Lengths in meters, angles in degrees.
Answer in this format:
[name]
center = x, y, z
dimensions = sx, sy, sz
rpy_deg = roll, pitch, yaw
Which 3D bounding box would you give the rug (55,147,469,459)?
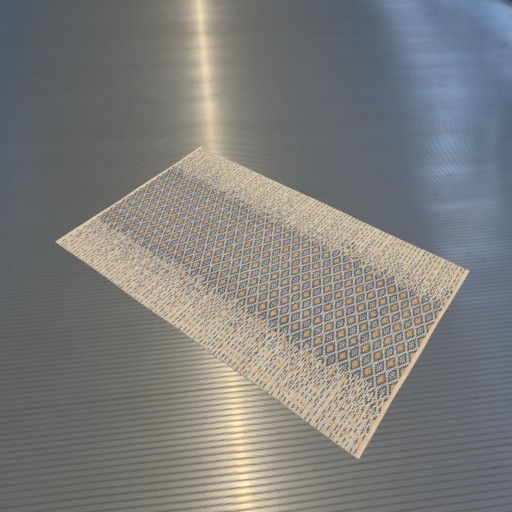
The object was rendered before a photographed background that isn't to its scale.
[rug]
center = 0.000, 0.000, 3.081
dimensions = 2.448, 0.008, 1.541
rpy_deg = 29, 53, 25
